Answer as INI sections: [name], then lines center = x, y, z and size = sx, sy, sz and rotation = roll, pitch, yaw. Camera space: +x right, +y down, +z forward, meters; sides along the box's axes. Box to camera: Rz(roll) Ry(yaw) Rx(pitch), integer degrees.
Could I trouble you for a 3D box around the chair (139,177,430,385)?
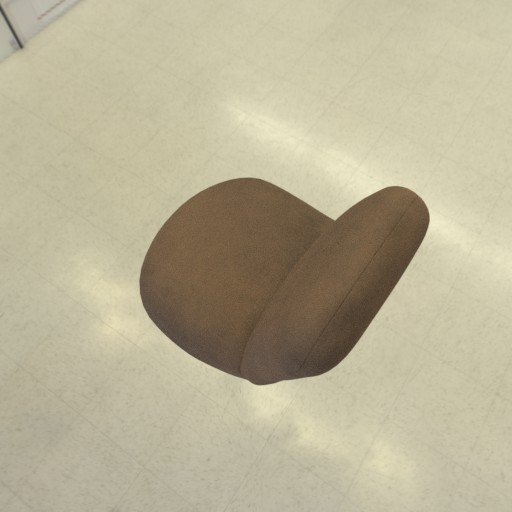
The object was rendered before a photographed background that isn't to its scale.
[chair]
center = 0.000, 0.000, 1.057
size = 0.597, 0.594, 0.521
rotation = 34, 68, 15
